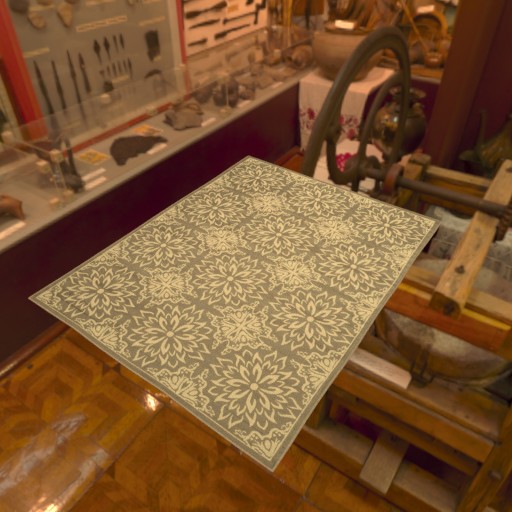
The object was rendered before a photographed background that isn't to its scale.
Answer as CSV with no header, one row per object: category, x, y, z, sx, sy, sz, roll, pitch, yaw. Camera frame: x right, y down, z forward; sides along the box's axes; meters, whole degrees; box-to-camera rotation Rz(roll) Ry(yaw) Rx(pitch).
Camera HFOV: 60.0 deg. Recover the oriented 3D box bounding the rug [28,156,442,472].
rug,0.000,0.000,3.952,2.363,0.012,2.980,25,46,26
